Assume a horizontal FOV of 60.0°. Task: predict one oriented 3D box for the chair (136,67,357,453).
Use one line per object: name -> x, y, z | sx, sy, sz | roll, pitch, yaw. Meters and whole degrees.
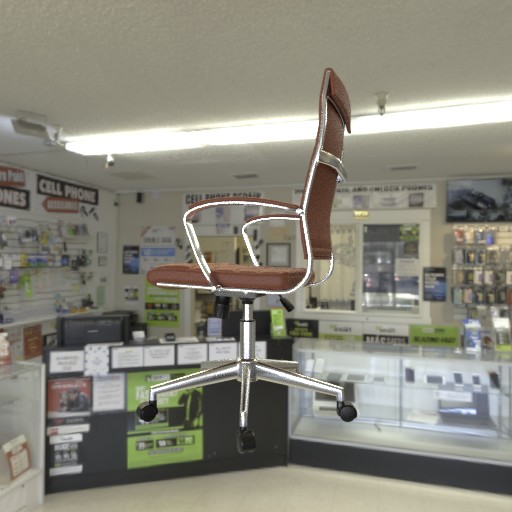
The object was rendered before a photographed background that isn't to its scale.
chair -> 0.000, 0.000, 1.653 | 0.739, 1.149, 0.766 | 0, -1, 18
